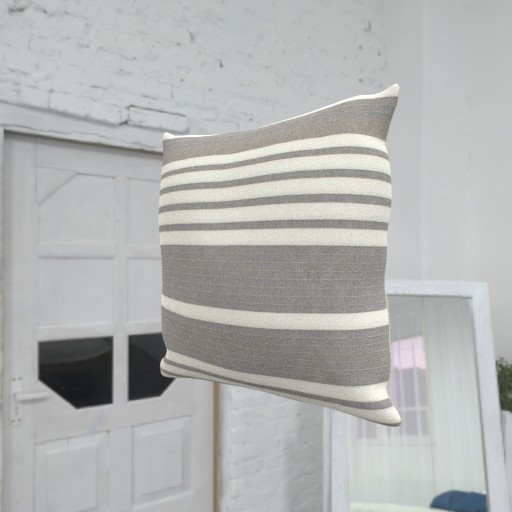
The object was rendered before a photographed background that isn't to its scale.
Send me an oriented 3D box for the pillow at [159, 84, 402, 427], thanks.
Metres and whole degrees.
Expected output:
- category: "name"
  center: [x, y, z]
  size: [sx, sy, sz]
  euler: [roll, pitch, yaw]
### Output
- category: "pillow"
  center: [0.000, 0.000, 0.675]
  size: [0.439, 0.440, 0.182]
  euler: [0, 0, 37]
